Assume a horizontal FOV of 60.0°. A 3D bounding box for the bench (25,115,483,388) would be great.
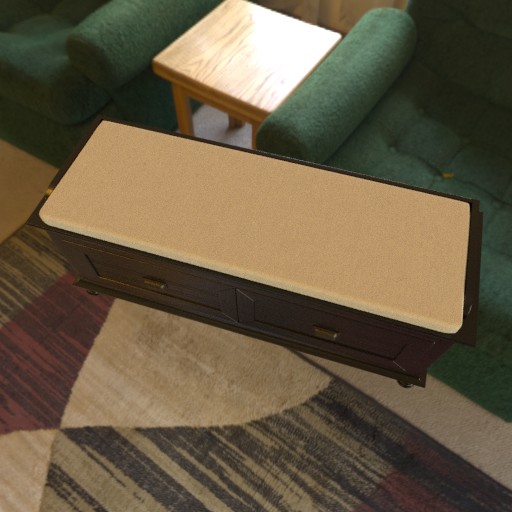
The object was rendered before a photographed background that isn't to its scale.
[{"bbox_3d":[0.000,0.000,1.380,1.185,0.501,0.402,15,60,9],"label":"bench"}]
